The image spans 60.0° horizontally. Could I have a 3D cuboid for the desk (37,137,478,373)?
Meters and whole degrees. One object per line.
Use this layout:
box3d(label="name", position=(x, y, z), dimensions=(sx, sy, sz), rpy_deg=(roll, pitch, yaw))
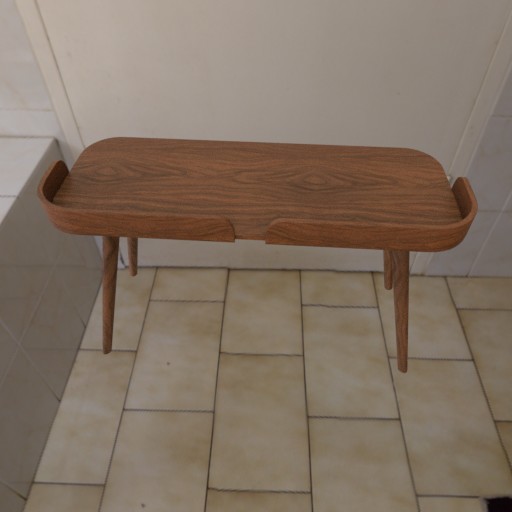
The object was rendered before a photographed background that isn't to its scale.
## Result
box3d(label="desk", position=(0.000, 0.000, 1.644), dimensions=(1.256, 0.800, 0.486), rpy_deg=(3, 47, 3))
